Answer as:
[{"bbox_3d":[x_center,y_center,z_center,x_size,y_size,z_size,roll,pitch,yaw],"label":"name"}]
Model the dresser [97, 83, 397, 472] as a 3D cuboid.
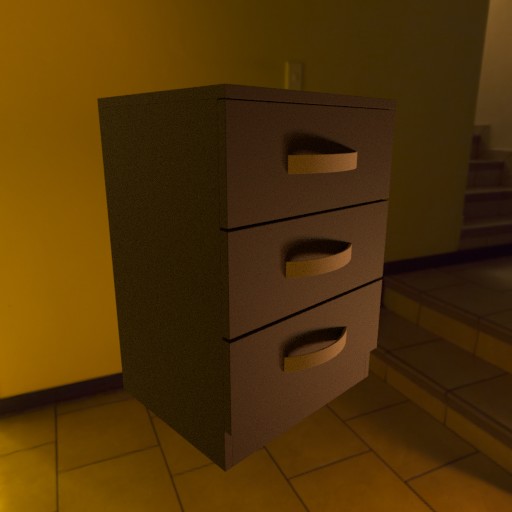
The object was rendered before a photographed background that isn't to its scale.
[{"bbox_3d":[0.000,0.000,0.836,0.400,0.560,0.360,-15,21,-42],"label":"dresser"}]
